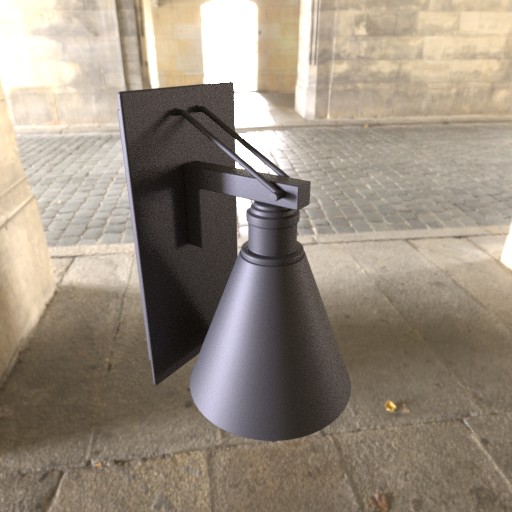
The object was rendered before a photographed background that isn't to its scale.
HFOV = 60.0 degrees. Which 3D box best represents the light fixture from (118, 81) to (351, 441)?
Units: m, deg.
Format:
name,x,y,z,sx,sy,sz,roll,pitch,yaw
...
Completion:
name,x,y,z,sx,sy,sz,roll,pitch,yaw
light fixture,0.000,0.000,0.425,0.207,0.298,0.170,17,30,32
